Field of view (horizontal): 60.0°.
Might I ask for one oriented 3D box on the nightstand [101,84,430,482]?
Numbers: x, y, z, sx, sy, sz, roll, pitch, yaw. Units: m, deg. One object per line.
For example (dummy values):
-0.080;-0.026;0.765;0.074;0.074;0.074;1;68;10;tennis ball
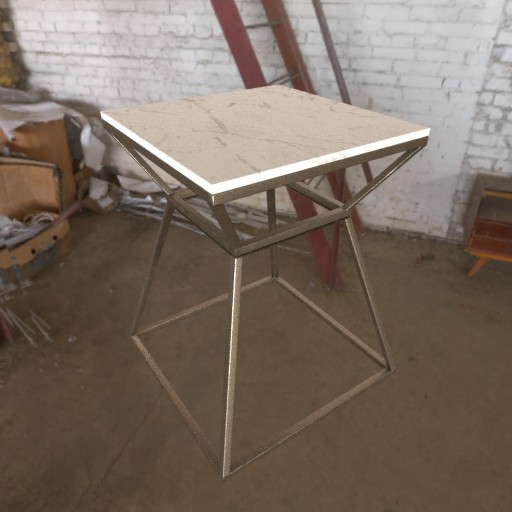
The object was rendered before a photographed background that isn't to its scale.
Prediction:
0.000;0.000;0.905;0.455;0.554;0.455;-20;38;-29;nightstand
